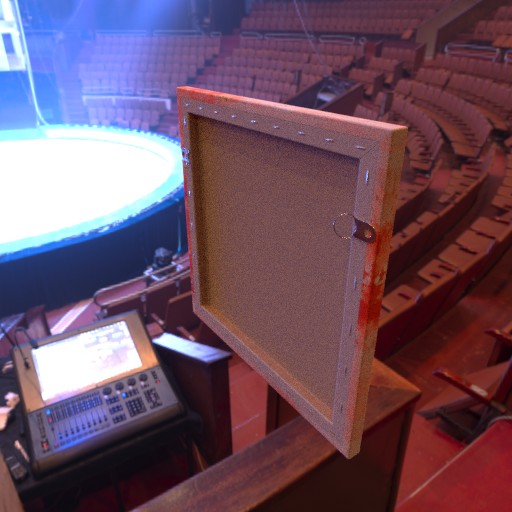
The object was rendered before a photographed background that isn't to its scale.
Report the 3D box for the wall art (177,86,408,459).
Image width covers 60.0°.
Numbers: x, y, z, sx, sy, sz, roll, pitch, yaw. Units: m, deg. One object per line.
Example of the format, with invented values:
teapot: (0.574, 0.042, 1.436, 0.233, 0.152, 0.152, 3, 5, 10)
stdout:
wall art: (0.000, 0.000, 1.126, 0.064, 0.746, 0.747, -18, 32, -31)
